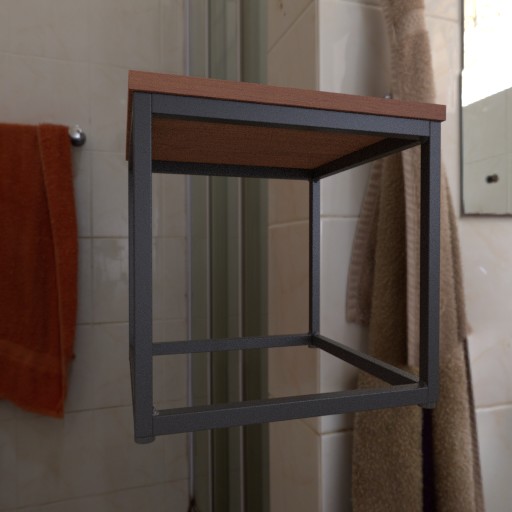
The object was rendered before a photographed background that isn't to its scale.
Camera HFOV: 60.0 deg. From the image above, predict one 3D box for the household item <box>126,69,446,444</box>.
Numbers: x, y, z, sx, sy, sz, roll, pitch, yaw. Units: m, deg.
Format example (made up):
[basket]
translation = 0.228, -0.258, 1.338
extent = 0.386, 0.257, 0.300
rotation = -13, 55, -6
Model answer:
[household item]
translation = 0.000, 0.000, 0.718
extent = 0.400, 0.400, 0.400
rotation = 0, 1, -17
